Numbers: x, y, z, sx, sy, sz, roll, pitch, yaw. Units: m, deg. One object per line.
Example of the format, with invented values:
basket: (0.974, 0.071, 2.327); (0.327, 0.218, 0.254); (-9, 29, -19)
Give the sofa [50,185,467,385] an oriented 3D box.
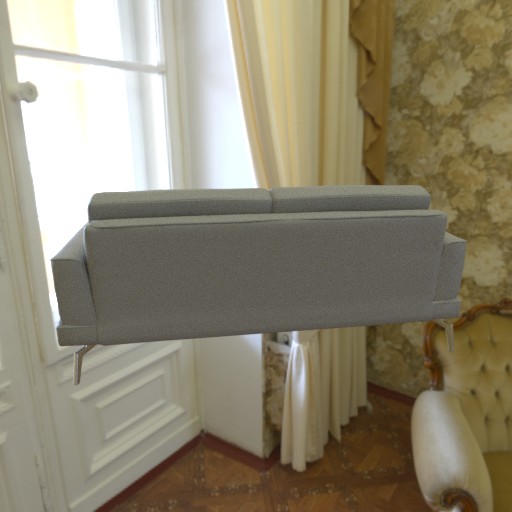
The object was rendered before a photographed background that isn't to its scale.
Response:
sofa: (0.000, 0.000, 2.732); (2.177, 0.930, 1.121); (-3, 16, -9)
